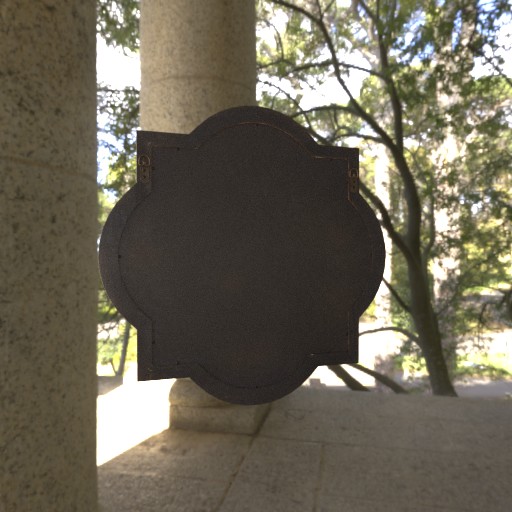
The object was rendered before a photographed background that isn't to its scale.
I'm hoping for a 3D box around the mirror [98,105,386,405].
[{"bbox_3d":[0.000,0.000,1.049,0.686,0.686,0.019,0,1,-18],"label":"mirror"}]
